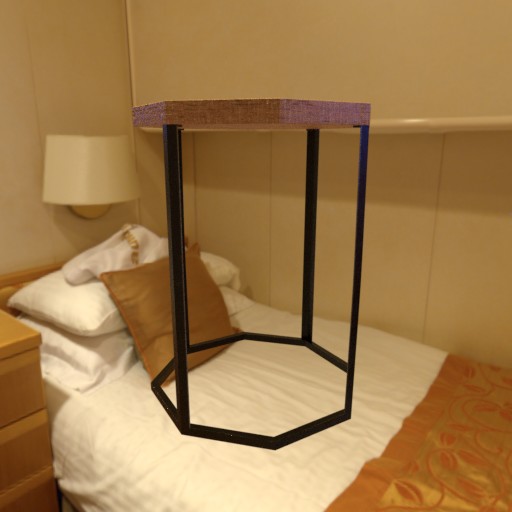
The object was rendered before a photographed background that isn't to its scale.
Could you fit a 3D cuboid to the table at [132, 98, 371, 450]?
[{"bbox_3d":[0.000,0.000,0.874,0.437,0.553,0.437,-2,15,-8],"label":"table"}]
